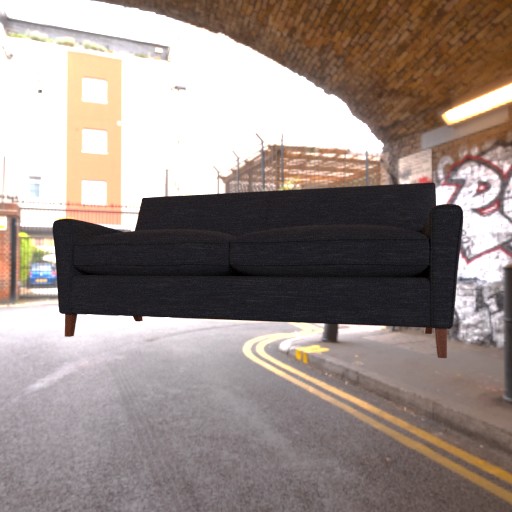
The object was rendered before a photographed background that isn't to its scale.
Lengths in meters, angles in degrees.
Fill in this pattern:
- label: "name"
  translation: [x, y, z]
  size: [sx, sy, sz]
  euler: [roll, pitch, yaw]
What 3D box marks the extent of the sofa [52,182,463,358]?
- label: "sofa"
  translation: [0.000, 0.000, 2.433]
  size: [1.976, 0.846, 0.875]
  euler: [0, -1, 17]
